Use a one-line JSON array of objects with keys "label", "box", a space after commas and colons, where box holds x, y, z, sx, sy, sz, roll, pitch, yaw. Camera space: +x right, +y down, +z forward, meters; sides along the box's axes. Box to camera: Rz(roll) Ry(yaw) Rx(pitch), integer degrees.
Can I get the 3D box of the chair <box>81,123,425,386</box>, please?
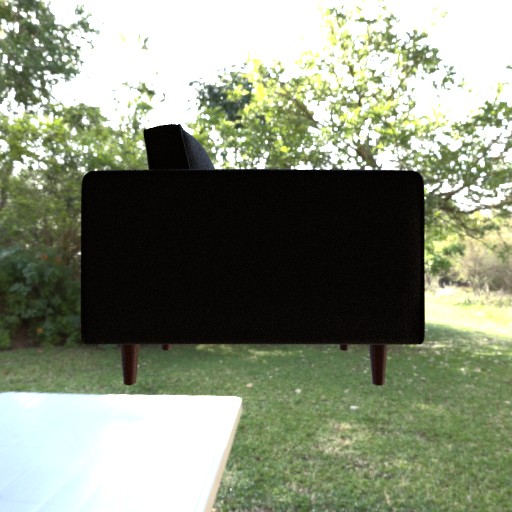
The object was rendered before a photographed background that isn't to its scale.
[{"label": "chair", "box": [0.000, 0.000, 1.580, 0.919, 0.770, 0.899, 0, -1, 0]}]
